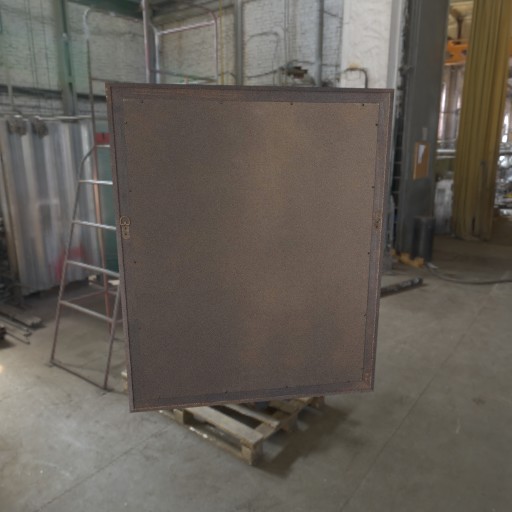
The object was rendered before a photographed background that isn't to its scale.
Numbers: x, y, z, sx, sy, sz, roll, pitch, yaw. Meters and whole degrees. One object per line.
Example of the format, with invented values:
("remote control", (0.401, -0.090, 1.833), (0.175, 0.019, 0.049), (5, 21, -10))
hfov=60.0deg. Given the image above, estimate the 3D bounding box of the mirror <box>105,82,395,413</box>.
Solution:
("mirror", (0.000, 0.000, 1.225), (0.730, 0.882, 0.032), (-2, 14, -9))
